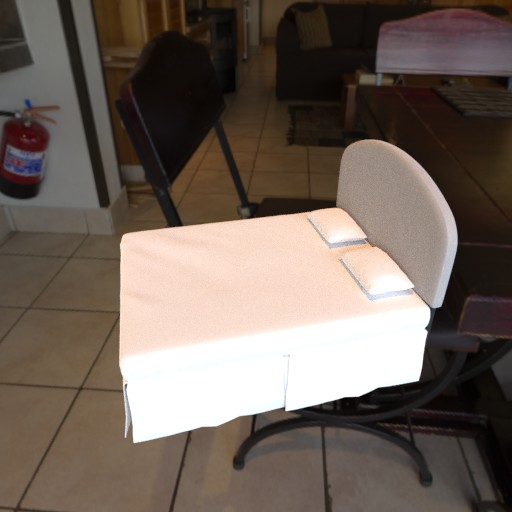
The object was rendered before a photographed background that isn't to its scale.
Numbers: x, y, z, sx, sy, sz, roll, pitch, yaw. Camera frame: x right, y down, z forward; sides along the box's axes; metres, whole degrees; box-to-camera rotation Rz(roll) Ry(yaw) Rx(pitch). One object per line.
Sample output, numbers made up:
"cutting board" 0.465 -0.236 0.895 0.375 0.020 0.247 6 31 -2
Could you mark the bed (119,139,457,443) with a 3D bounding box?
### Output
"bed" 0.000 0.000 3.137 2.005 1.410 1.607 -7 32 -12
